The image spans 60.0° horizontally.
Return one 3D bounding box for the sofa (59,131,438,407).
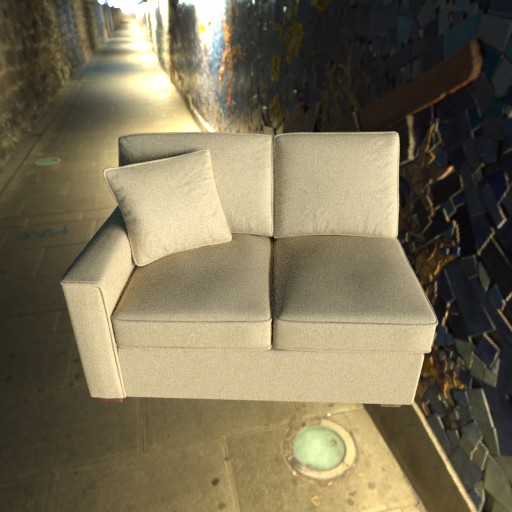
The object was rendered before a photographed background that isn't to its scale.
[{"bbox_3d":[0.000,0.000,2.040,1.388,0.989,0.991,1,29,1],"label":"sofa"}]
